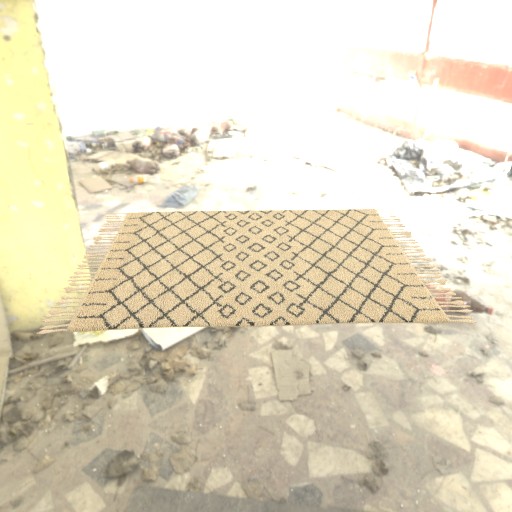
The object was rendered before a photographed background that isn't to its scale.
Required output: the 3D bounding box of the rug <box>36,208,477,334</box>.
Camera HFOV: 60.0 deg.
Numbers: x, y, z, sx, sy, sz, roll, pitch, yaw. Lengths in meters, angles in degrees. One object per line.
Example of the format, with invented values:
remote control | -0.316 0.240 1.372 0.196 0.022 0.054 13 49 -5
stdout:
rug | 0.000 0.000 3.270 2.615 0.029 1.664 -1 30 -2
